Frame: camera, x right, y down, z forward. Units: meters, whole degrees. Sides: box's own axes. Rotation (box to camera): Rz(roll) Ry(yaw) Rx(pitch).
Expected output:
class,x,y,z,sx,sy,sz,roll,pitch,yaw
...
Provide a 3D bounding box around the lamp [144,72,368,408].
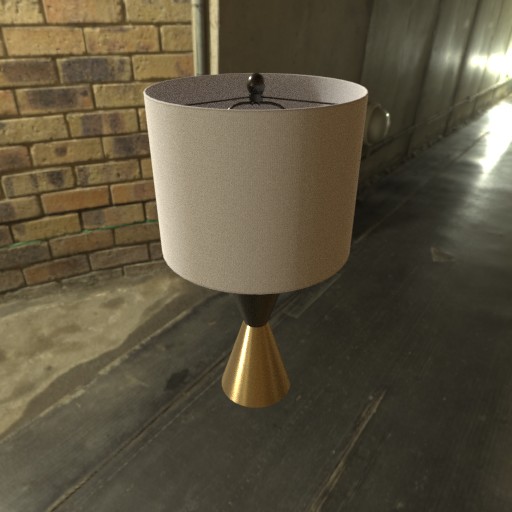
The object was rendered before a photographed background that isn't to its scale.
class,x,y,z,sx,sy,sz,roll,pitch,yaw
lamp,0.000,0.000,0.745,0.304,0.573,0.304,-1,29,-2
